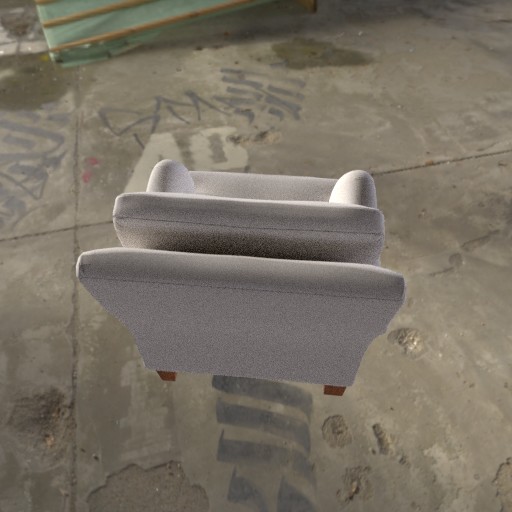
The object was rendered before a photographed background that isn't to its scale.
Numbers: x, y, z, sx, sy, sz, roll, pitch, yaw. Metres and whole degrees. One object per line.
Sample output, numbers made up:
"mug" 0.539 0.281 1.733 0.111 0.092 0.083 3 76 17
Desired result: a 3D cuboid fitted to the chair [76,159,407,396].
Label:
"chair" 0.000 0.000 1.837 0.955 1.038 1.070 4 48 4
